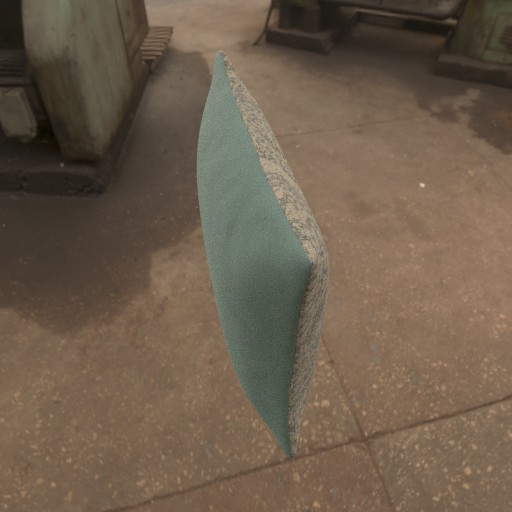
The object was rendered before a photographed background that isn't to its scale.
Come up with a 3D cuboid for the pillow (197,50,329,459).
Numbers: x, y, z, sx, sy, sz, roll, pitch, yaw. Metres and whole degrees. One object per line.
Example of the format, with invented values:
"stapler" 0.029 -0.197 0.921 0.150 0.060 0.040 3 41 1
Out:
"pillow" 0.000 0.000 0.777 0.166 0.507 0.526 -9 47 -9
